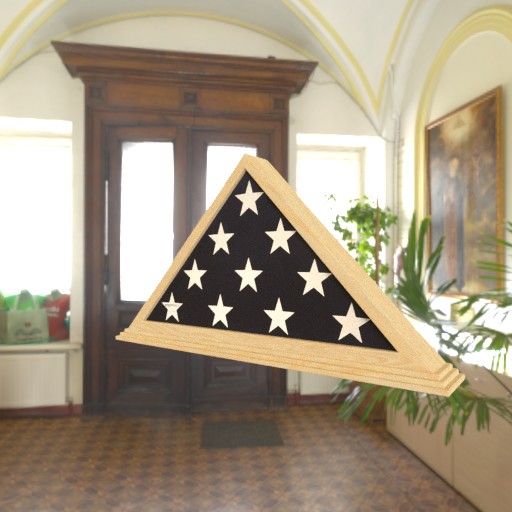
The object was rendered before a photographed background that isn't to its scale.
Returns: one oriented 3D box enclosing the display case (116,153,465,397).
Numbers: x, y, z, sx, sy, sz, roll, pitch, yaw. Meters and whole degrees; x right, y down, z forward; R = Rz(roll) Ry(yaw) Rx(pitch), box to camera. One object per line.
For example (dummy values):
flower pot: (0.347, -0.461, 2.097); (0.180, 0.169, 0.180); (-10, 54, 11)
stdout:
display case: (0.000, 0.000, 0.758); (0.640, 0.340, 0.095); (0, 0, 36)
